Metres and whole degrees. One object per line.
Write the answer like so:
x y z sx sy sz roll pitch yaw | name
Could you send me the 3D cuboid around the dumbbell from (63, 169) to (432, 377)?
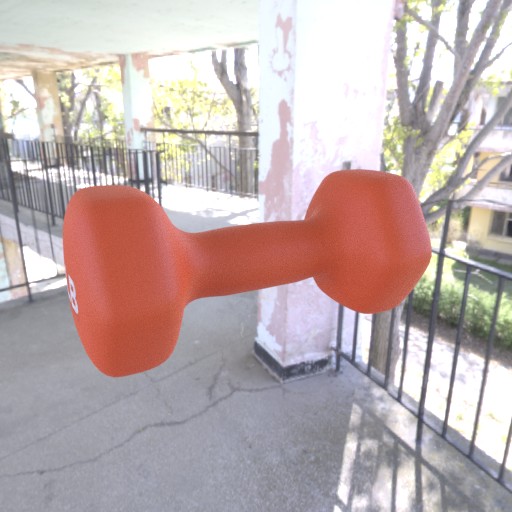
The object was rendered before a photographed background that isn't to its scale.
0.000 0.000 0.205 0.162 0.071 0.079 -8 19 -25 | dumbbell
